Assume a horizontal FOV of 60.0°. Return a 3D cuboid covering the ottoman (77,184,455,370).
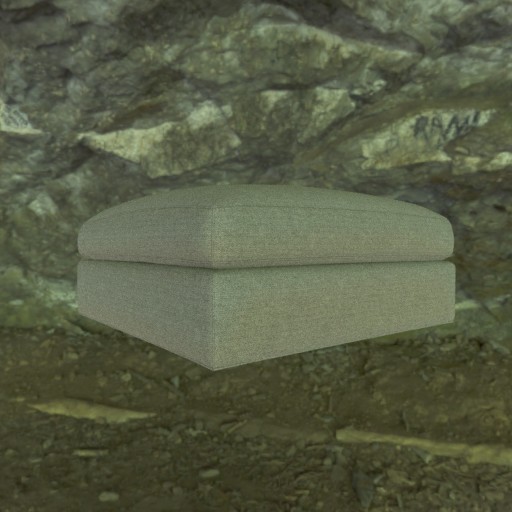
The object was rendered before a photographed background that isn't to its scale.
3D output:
[{"bbox_3d":[0.000,0.000,1.669,1.041,0.470,1.041,-1,2,-37],"label":"ottoman"}]
